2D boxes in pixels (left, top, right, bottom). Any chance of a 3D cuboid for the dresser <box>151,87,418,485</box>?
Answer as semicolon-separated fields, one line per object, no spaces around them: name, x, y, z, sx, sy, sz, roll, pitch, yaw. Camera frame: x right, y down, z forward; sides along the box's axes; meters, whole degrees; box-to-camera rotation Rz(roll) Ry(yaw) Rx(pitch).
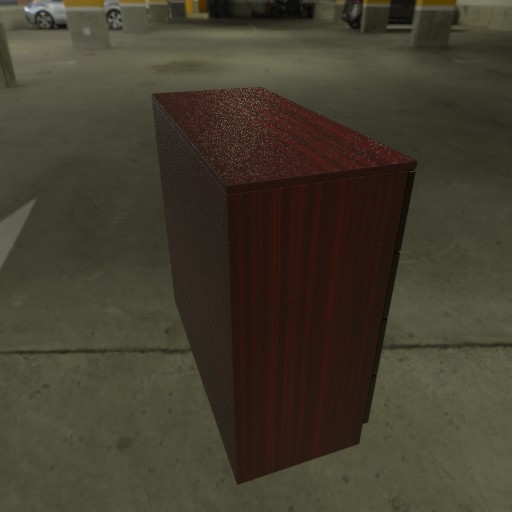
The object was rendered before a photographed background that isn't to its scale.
dresser;0.000;0.000;1.180;0.360;0.720;0.750;-10;32;-17
